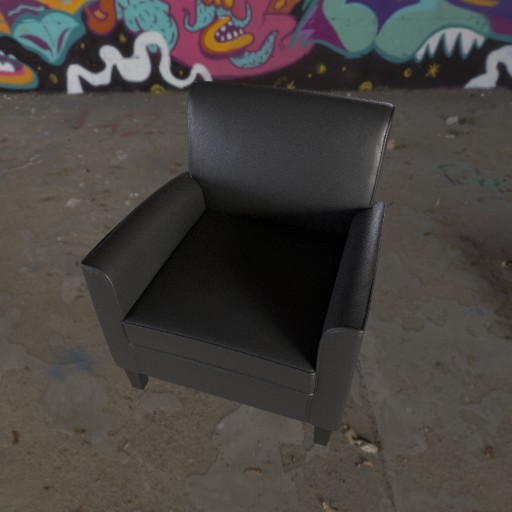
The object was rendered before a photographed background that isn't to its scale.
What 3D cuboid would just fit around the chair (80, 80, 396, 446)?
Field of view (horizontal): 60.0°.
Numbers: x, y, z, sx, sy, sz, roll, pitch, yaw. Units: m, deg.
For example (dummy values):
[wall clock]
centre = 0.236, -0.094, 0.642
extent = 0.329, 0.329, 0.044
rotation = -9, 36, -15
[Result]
[chair]
centre = 0.000, 0.000, 1.573
extent = 0.820, 0.916, 0.819
rotation = 12, 42, 13
